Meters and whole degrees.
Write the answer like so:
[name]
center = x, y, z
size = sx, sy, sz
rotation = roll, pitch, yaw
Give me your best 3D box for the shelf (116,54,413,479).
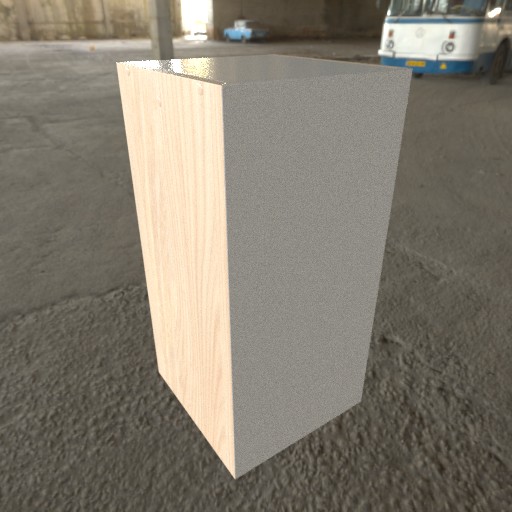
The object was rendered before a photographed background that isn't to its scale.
[shelf]
center = 0.000, 0.000, 0.748
size = 0.290, 0.594, 0.297
rotation = -18, 33, -30
